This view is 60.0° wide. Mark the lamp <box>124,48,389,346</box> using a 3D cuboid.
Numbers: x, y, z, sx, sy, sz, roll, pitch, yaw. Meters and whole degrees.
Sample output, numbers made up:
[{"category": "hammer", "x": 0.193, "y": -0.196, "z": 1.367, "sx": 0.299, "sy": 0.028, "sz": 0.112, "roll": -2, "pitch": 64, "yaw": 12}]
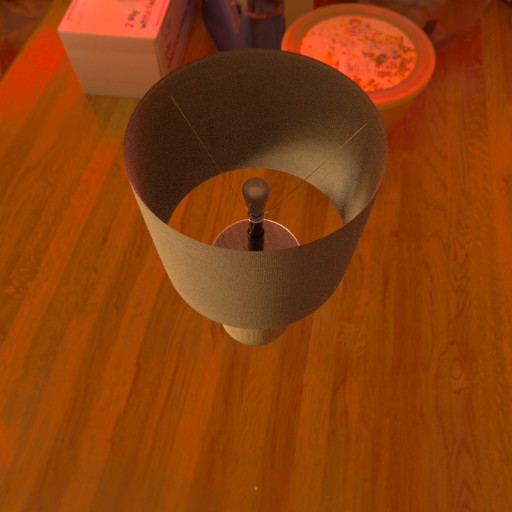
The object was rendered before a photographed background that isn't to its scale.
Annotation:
[{"category": "lamp", "x": 0.000, "y": 0.000, "z": 0.577, "sx": 0.228, "sy": 0.444, "sz": 0.228, "roll": -17, "pitch": 64, "yaw": -9}]
